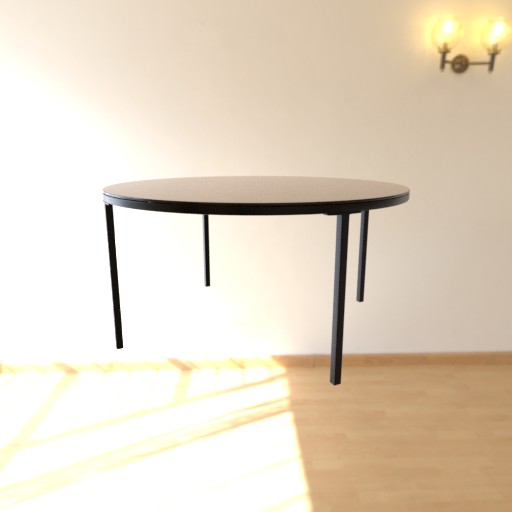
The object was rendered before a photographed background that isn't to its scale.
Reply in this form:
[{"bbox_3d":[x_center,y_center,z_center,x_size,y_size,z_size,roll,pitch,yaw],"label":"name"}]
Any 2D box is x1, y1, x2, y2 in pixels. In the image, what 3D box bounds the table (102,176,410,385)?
[{"bbox_3d":[0.000,0.000,1.260,0.800,0.400,0.800,0,14,0],"label":"table"}]
